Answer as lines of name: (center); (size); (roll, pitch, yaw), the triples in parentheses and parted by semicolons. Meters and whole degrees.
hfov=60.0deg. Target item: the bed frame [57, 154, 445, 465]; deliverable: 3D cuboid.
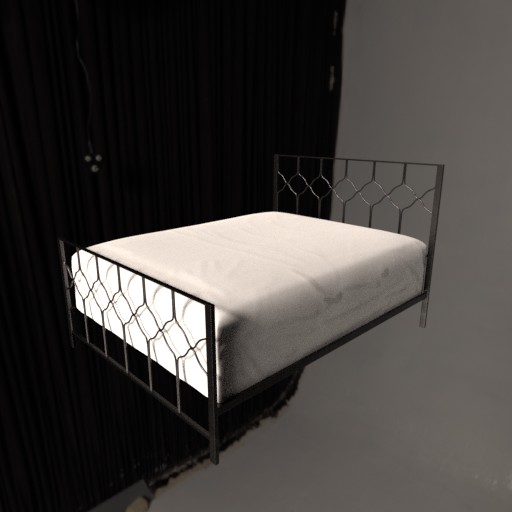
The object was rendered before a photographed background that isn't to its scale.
bed frame: (0.000, 0.000, 3.074); (2.063, 1.222, 1.597); (-15, 22, -42)
